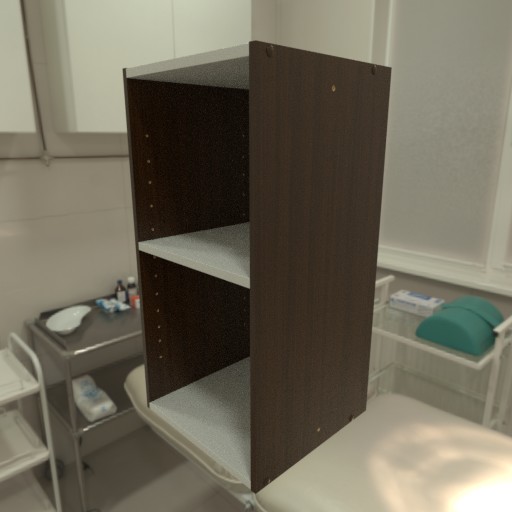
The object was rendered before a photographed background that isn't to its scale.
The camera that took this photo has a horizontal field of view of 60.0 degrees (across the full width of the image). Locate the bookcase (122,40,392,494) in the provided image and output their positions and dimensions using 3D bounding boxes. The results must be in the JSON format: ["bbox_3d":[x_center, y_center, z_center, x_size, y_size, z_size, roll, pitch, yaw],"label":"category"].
[{"bbox_3d":[0.000,0.000,0.761,0.290,0.600,0.300,-14,21,-42],"label":"bookcase"}]
